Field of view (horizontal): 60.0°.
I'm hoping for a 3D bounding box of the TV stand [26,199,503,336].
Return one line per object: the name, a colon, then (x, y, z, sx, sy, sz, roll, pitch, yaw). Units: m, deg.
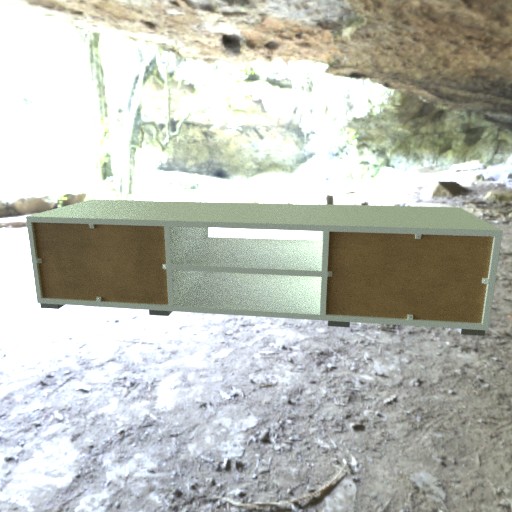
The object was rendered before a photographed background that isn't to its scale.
TV stand: (0.000, 0.000, 1.528, 1.400, 0.310, 0.420, 2, 15, 9)
